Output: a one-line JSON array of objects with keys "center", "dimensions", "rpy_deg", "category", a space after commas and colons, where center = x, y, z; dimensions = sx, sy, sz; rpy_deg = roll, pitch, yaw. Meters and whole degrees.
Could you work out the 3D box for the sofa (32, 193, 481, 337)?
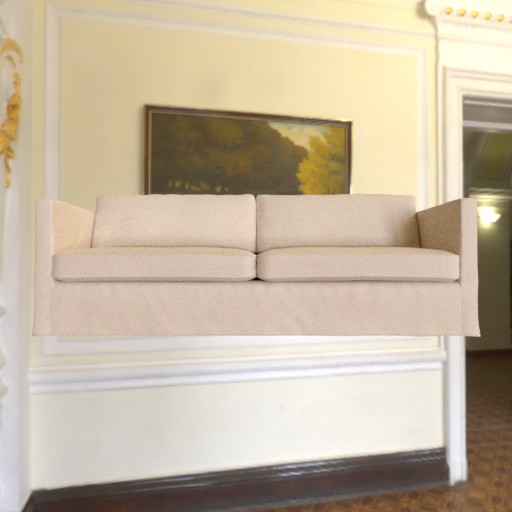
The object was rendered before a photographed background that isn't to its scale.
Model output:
[{"center": [0.000, 0.000, 3.208], "dimensions": [2.779, 0.999, 1.036], "rpy_deg": [0, -1, 0], "category": "sofa"}]
